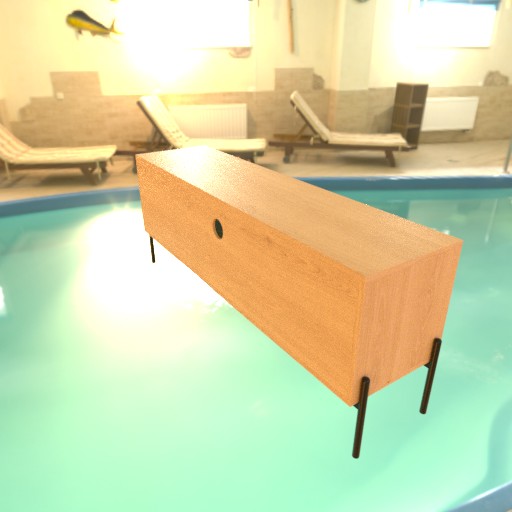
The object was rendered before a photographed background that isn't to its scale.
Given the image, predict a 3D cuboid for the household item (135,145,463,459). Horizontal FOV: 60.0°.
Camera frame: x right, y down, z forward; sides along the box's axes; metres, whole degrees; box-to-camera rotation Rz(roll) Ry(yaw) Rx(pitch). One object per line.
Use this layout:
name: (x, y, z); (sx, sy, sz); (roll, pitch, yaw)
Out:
household item: (0.000, 0.000, 1.820); (0.400, 0.600, 1.550); (-16, 30, -30)
